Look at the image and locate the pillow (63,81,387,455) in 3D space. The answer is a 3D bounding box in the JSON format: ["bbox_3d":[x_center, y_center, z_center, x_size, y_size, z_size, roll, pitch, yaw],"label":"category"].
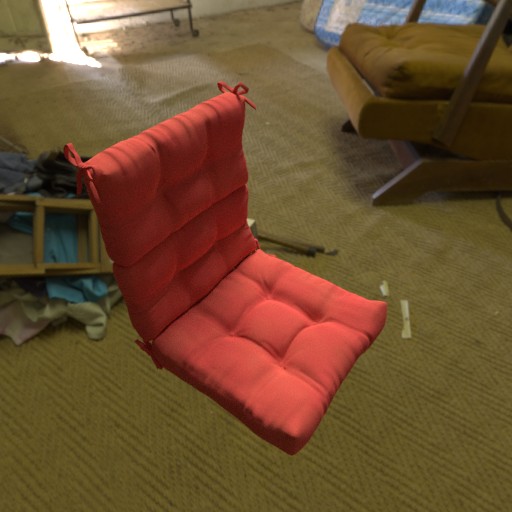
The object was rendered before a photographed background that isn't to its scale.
[{"bbox_3d":[0.000,0.000,1.041,0.571,0.605,0.519,26,47,26],"label":"pillow"}]
